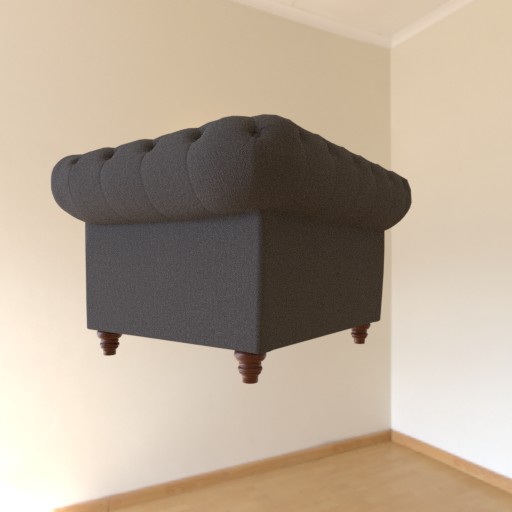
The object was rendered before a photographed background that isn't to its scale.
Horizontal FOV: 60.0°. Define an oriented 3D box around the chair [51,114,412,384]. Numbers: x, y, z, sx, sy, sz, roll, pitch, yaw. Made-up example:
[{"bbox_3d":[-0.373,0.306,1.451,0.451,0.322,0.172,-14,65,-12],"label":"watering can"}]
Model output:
[{"bbox_3d":[0.000,0.000,1.813,0.976,0.770,1.270,-1,-1,36],"label":"chair"}]
